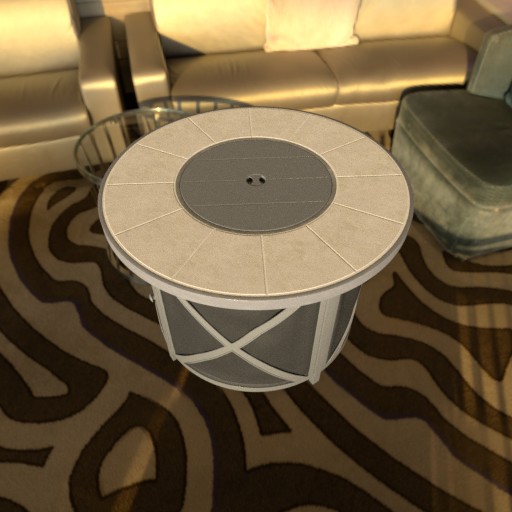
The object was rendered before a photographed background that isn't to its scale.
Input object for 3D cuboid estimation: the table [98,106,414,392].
[{"bbox_3d":[0.000,0.000,1.553,0.914,0.650,0.914,0,46,0],"label":"table"}]
